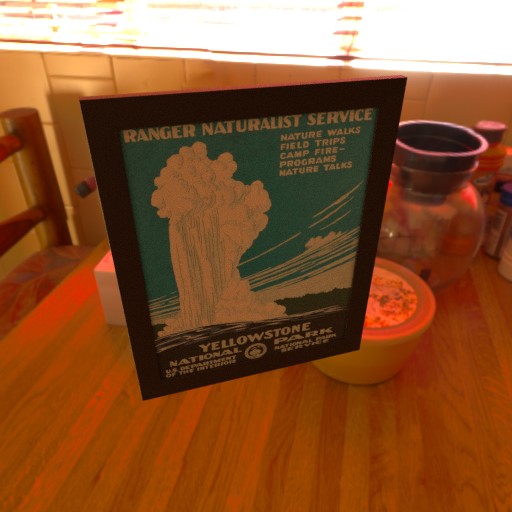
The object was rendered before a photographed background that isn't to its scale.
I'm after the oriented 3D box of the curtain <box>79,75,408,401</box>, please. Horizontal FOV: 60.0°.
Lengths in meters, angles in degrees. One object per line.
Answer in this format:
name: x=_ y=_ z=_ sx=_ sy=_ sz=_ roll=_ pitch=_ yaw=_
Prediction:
curtain: x=0.000 y=0.000 z=0.798 sx=0.483 sy=0.585 sz=0.027 roll=-10 pitch=34 yaw=-14
